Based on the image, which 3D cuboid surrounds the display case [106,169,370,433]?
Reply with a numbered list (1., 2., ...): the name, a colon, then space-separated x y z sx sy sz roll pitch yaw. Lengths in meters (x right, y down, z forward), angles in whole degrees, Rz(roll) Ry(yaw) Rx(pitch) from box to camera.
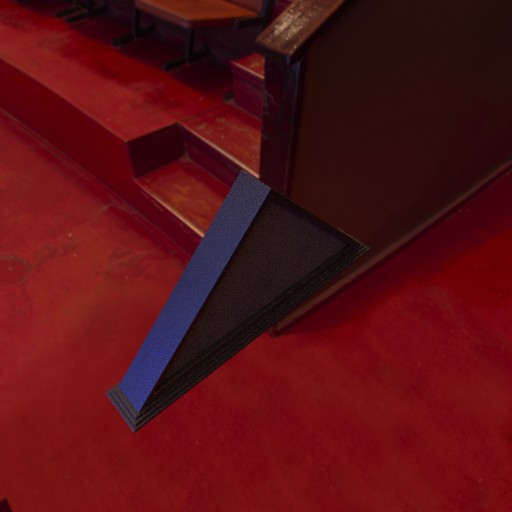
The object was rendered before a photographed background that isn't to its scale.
1. display case: 0.000 0.000 0.796 0.640 0.340 0.095 -33 55 -28
